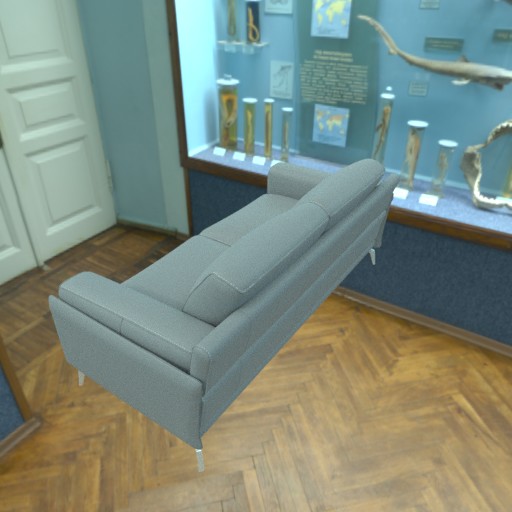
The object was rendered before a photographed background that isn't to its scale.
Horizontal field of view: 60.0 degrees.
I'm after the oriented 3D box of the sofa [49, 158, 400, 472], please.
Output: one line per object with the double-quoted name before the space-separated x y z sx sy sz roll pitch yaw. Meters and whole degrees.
"sofa" 0.000 0.000 2.608 0.969 0.900 2.100 20 37 28
